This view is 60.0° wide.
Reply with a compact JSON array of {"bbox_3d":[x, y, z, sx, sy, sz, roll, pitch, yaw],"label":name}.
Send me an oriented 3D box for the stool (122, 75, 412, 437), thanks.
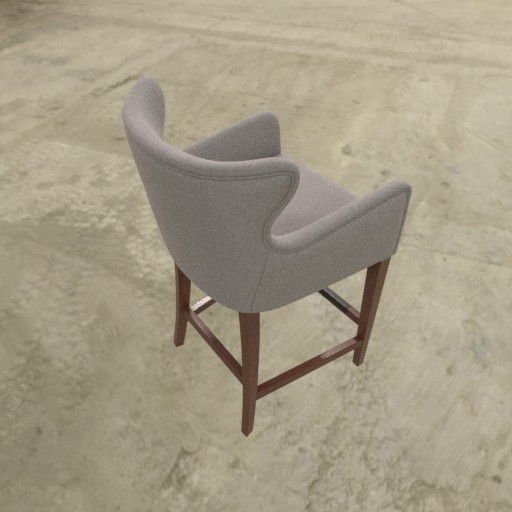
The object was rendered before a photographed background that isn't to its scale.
[{"bbox_3d":[0.000,0.000,1.303,0.575,0.951,0.575,-26,47,-27],"label":"stool"}]
